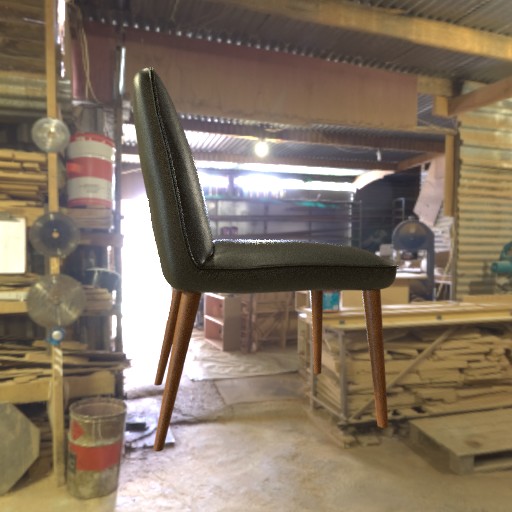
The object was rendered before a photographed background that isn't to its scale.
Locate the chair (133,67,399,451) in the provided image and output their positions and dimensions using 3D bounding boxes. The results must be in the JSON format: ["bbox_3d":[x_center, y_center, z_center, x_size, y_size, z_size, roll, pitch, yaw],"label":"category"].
[{"bbox_3d":[0.000,0.000,1.195,0.645,0.801,0.543,-1,2,-17],"label":"chair"}]
